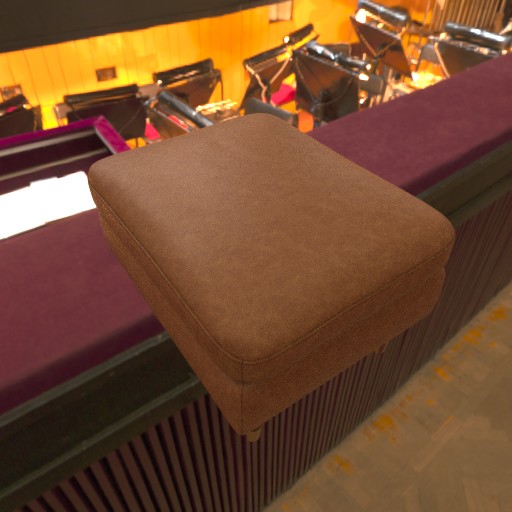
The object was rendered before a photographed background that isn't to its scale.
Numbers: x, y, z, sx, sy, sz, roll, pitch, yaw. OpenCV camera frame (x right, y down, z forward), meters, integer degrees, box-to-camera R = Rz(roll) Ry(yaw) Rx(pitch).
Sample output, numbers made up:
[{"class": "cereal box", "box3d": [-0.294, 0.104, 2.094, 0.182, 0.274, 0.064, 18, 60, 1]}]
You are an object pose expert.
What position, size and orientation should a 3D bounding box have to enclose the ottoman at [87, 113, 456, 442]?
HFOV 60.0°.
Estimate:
[{"class": "ottoman", "box3d": [0.000, 0.000, 1.128, 0.593, 0.478, 0.747, -25, 47, -26]}]
